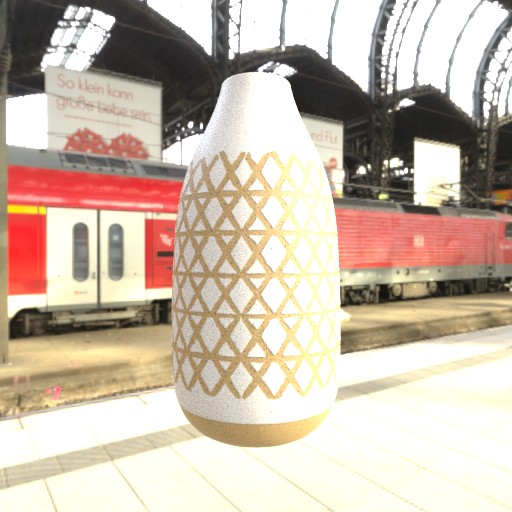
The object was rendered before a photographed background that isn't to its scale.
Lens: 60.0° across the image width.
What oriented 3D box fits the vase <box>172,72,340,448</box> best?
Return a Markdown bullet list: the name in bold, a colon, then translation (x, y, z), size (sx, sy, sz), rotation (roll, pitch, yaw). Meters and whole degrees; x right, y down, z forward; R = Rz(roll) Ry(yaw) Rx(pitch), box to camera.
- **vase**: translation (0.000, 0.000, 0.496), size (0.186, 0.380, 0.186), rotation (0, 1, 0)
